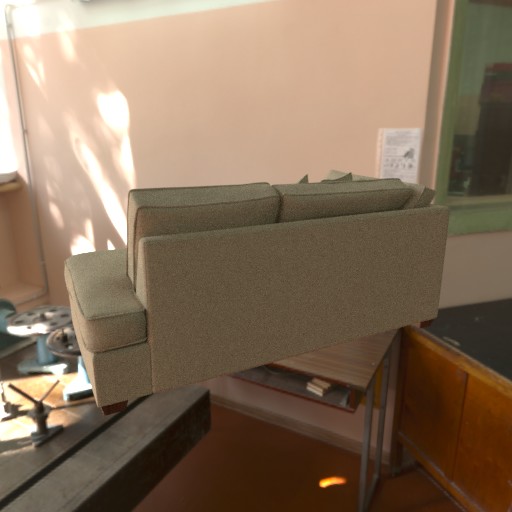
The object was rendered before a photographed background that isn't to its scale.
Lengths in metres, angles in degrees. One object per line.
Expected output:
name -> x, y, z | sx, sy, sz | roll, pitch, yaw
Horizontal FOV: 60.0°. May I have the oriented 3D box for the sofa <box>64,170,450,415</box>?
sofa -> 0.000, 0.000, 2.847 | 2.237, 1.033, 1.110 | -8, 18, -27
